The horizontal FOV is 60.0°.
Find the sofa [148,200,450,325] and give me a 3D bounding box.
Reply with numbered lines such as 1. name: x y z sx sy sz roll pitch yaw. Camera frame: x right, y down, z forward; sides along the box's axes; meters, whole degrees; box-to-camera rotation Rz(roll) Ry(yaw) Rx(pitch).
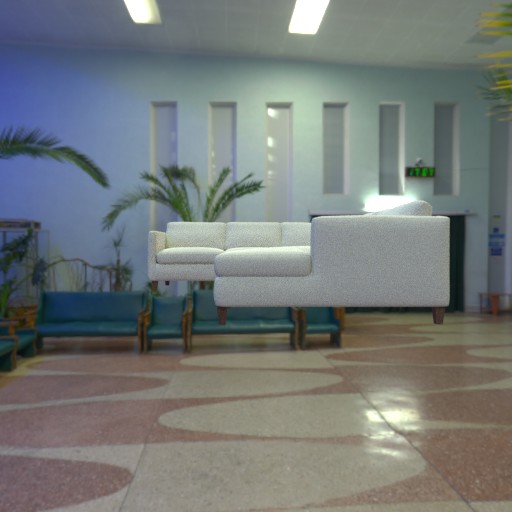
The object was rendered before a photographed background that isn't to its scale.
1. sofa: 0.000 0.000 4.481 2.551 0.853 3.238 0 1 -1
